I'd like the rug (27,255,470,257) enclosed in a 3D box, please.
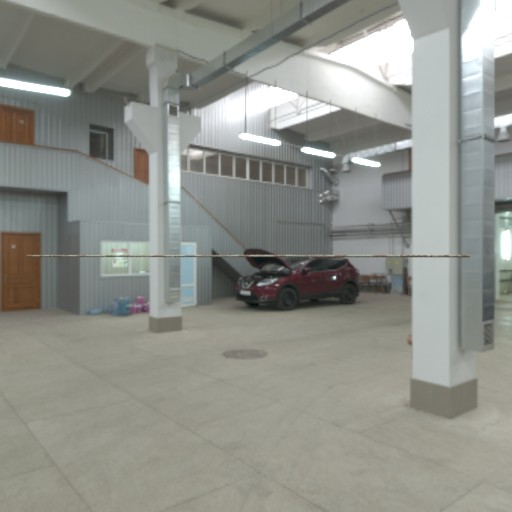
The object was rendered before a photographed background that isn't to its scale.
[{"bbox_3d":[0.000,0.000,3.051,2.435,0.011,1.526,0,0,16],"label":"rug"}]
